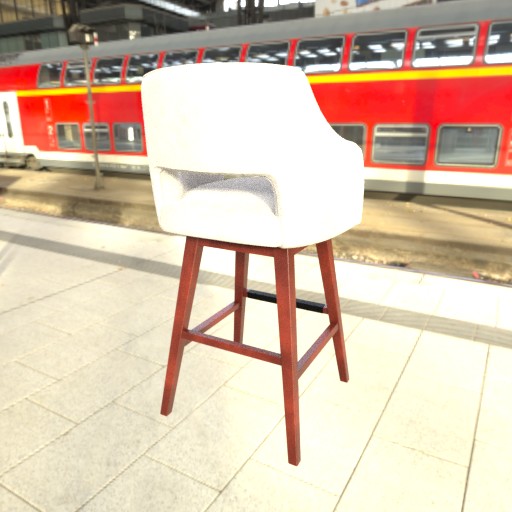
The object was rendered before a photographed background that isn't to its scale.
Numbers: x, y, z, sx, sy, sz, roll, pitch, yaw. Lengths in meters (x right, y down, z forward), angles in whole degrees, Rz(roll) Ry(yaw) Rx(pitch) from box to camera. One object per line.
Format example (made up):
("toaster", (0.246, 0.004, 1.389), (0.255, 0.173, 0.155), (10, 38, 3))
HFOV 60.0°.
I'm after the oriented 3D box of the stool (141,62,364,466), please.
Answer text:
("stool", (0.000, 0.000, 1.326), (0.548, 1.012, 0.558), (9, 19, 27))
